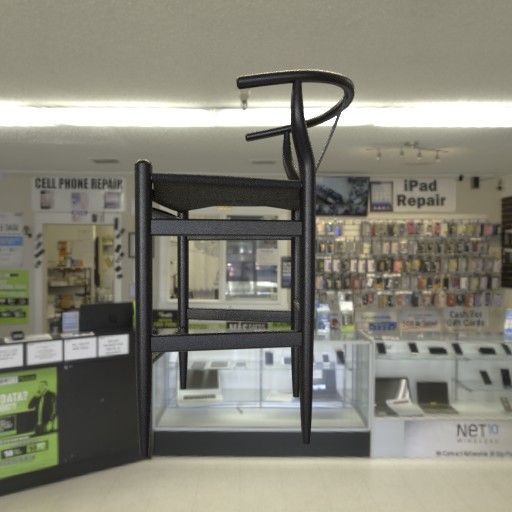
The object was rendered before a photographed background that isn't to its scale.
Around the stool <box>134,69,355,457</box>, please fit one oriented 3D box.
[{"bbox_3d":[0.000,0.000,1.336,0.579,0.970,0.569,0,1,1],"label":"stool"}]
